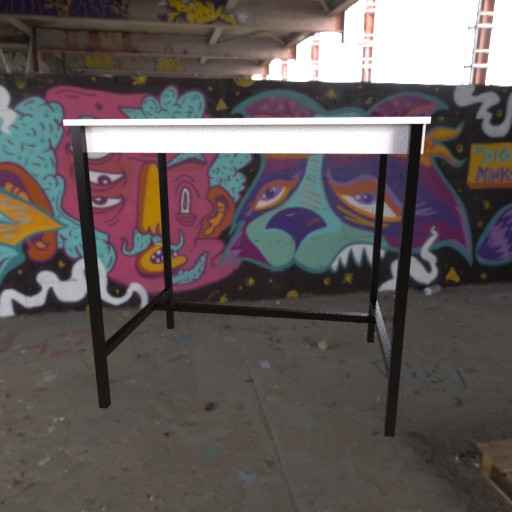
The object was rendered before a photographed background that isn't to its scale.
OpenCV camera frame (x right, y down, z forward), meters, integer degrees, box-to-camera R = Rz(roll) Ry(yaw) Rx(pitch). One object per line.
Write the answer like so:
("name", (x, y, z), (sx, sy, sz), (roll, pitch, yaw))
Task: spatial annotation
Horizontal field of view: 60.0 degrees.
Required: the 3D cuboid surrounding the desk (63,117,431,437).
("desk", (0.000, 0.000, 1.333), (0.811, 0.766, 0.573), (2, 15, 9))
